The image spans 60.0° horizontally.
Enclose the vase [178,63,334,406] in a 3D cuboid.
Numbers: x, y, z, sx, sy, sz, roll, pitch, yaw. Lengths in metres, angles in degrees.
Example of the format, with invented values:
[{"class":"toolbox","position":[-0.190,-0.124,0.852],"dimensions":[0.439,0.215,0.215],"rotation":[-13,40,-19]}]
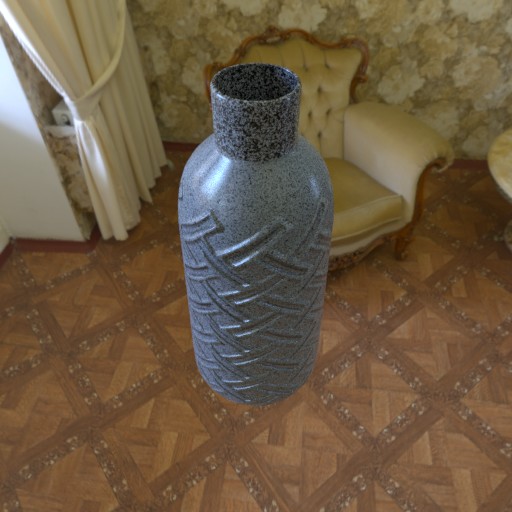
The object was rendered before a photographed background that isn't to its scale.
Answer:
[{"class":"vase","position":[0.000,0.000,0.349],"dimensions":[0.122,0.282,0.122],"rotation":[0,46,0]}]
